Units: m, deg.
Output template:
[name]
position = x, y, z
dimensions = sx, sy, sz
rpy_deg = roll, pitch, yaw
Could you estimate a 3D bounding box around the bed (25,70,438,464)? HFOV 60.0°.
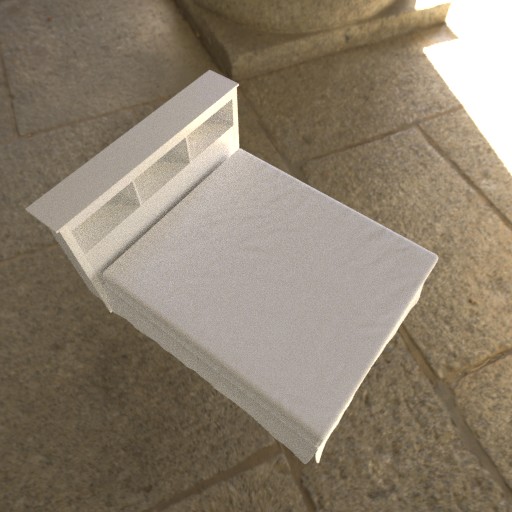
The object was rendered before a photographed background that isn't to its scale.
[bed]
position = 0.000, 0.000, 3.069
dimensions = 2.133, 1.092, 1.671
rpy_deg = 32, 63, 19
